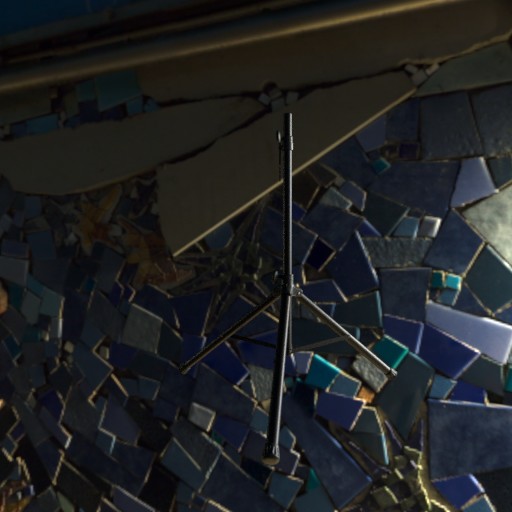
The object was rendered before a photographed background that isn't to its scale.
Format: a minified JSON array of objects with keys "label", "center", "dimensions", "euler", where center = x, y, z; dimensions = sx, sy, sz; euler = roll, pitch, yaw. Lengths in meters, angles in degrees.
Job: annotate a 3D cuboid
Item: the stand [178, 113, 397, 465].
[{"label":"stand","center":[0.000,0.000,1.866],"dimensions":[0.907,1.136,1.045],"euler":[1,1,37]}]
